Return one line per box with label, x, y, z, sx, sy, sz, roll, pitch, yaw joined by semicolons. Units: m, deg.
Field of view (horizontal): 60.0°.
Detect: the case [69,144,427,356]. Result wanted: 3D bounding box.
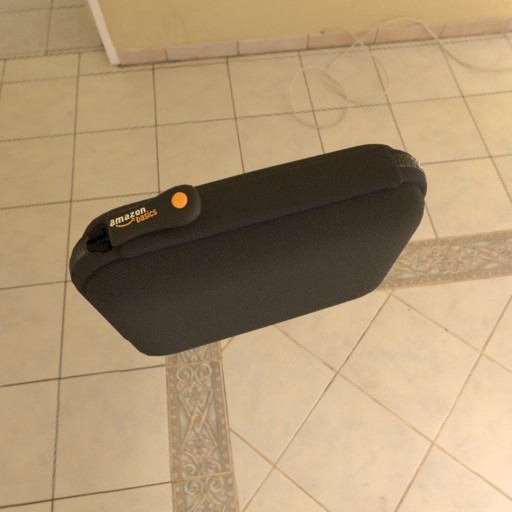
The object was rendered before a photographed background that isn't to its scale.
case;0.000;0.000;0.181;0.132;0.105;0.038;-16;65;-8
